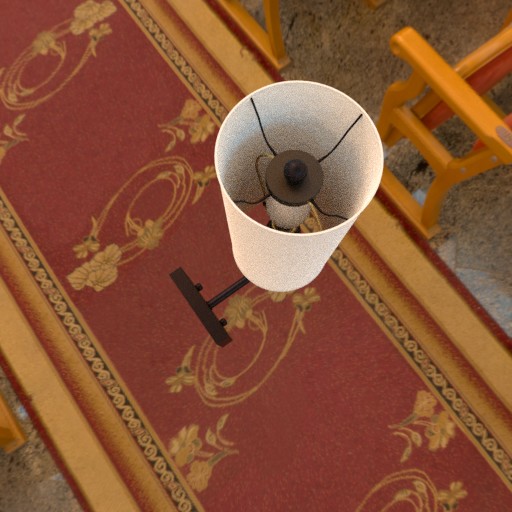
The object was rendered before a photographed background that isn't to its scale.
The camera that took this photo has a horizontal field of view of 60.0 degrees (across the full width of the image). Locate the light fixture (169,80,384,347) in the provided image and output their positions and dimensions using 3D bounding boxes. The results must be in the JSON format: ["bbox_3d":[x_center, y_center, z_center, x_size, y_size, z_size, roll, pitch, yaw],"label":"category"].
[{"bbox_3d":[0.000,0.000,0.555,0.208,0.462,0.128,-35,79,-8],"label":"light fixture"}]
